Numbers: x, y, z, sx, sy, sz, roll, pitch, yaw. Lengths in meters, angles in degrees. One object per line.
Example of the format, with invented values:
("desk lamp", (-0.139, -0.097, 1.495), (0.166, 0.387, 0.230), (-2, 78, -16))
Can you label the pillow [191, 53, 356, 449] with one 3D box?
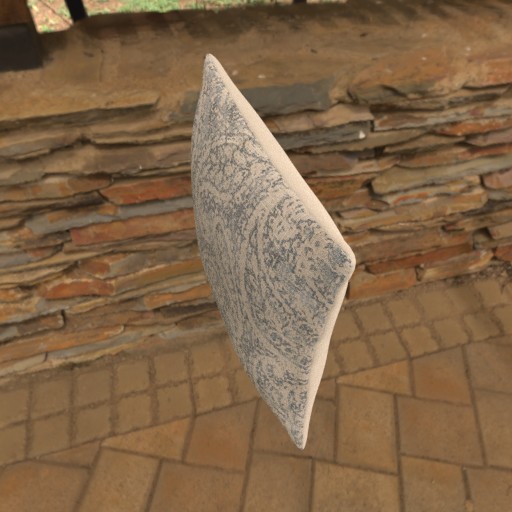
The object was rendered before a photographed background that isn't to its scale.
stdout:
("pillow", (0.000, 0.000, 0.783), (0.166, 0.510, 0.523), (-15, 49, -13))
